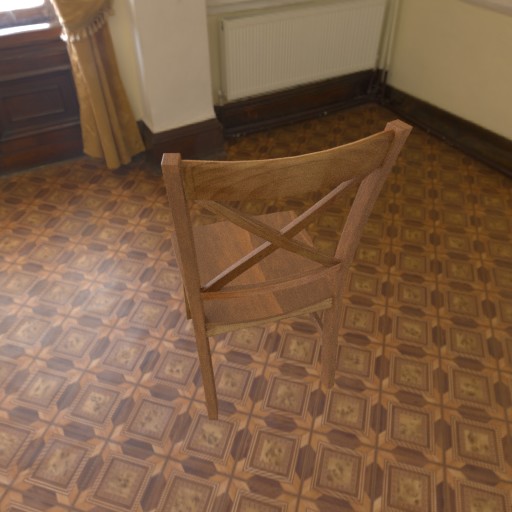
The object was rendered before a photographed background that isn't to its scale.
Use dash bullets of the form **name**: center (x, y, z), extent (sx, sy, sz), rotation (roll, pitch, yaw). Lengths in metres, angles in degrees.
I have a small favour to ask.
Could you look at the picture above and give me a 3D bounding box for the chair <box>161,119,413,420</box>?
- **chair**: center (0.000, 0.000, 1.311), extent (0.485, 0.983, 0.542), rotation (-11, 44, -12)
